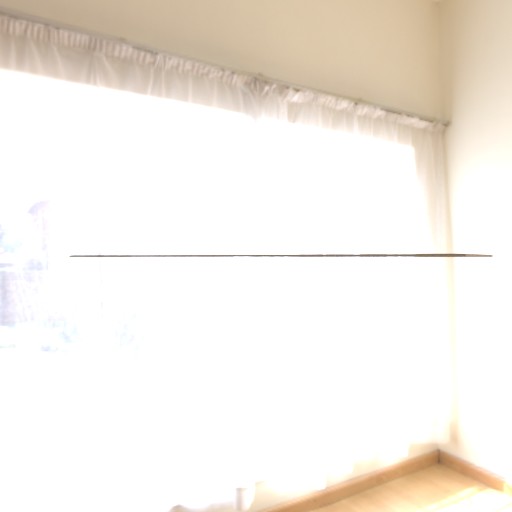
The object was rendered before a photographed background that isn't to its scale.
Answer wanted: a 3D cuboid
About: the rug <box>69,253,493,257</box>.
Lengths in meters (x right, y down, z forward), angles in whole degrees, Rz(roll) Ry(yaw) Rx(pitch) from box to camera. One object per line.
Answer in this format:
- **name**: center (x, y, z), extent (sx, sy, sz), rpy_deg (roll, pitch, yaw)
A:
- **rug**: center (0.000, 0.000, 2.611), extent (2.388, 0.012, 0.864), rpy_deg (0, 0, 34)
